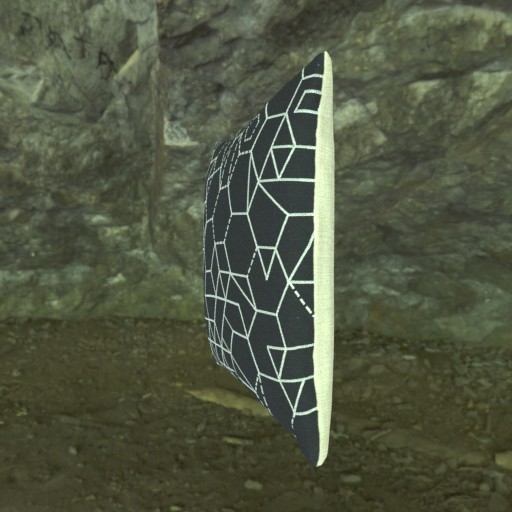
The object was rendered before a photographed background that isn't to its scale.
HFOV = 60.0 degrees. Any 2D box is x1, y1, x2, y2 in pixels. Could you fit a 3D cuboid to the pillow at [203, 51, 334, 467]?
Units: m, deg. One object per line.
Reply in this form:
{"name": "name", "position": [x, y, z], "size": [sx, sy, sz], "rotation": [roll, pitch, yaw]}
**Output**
{"name": "pillow", "position": [0.000, 0.000, 0.779], "size": [0.158, 0.508, 0.517], "rotation": [0, 1, -19]}
